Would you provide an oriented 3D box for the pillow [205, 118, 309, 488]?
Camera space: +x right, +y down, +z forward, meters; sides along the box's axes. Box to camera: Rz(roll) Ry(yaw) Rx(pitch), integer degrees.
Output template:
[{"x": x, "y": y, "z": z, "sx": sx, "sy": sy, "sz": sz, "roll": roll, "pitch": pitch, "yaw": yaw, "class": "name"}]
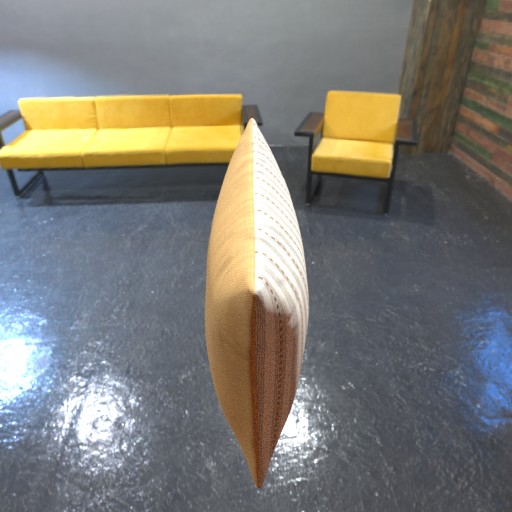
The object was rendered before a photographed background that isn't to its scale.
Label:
[{"x": 0.000, "y": 0.000, "z": 0.716, "sx": 0.151, "sy": 0.291, "sz": 0.608, "roll": 0, "pitch": 31, "yaw": -1, "class": "pillow"}]
